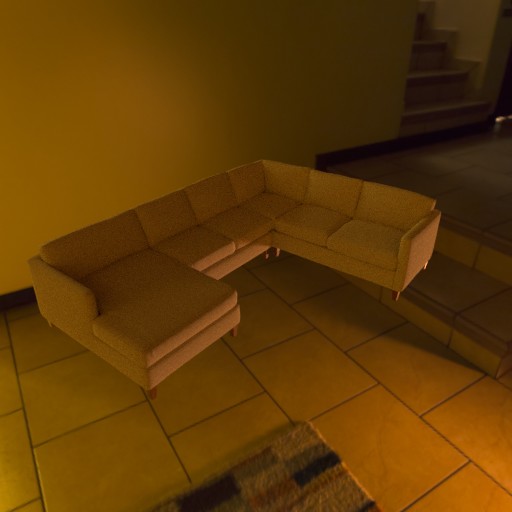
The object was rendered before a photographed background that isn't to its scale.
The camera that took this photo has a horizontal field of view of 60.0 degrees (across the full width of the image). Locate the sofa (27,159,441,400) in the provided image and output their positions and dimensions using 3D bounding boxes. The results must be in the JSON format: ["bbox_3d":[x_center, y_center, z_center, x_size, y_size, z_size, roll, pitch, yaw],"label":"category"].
[{"bbox_3d":[0.000,0.000,4.551,2.594,0.961,3.460,21,35,33],"label":"sofa"}]
